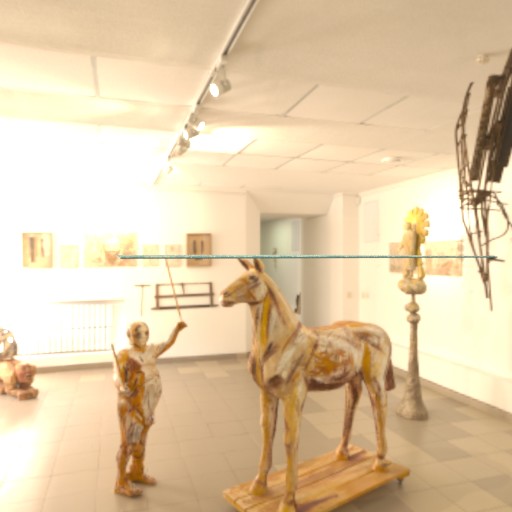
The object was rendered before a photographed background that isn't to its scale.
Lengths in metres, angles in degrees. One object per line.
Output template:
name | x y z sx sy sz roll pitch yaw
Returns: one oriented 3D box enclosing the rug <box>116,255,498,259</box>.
rug | 0.000 0.000 3.946 2.363 0.012 2.980 0 0 -18
